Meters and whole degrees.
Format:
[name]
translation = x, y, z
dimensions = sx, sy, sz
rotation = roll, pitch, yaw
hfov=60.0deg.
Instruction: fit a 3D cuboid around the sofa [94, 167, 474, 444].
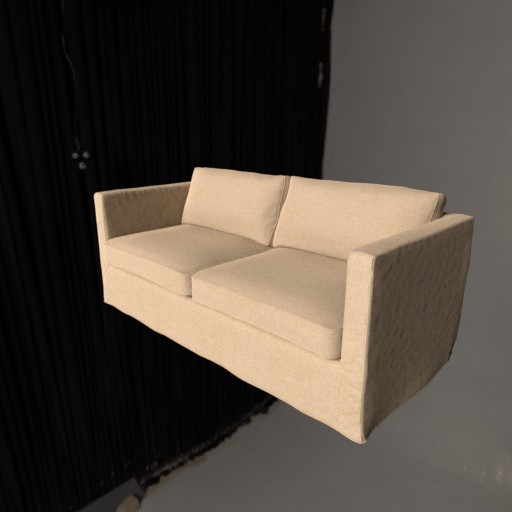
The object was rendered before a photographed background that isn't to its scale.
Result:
[sofa]
translation = 0.000, 0.000, 2.477
dimensions = 1.987, 0.847, 0.956
rotation = 16, 23, 42
